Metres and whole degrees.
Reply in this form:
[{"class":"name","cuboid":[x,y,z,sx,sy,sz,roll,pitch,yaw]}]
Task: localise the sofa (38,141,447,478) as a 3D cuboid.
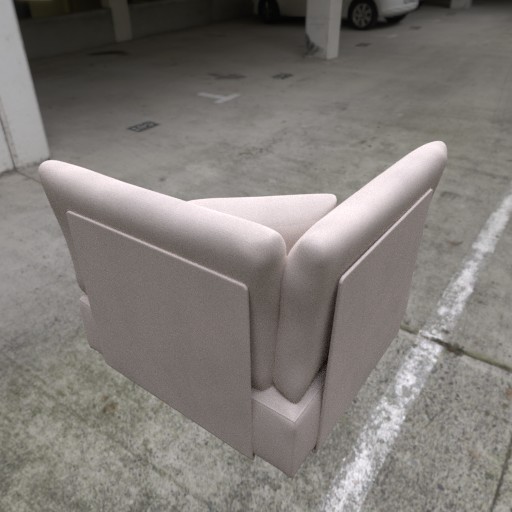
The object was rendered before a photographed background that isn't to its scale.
[{"class":"sofa","cuboid":[0.000,0.000,1.673,1.000,0.820,1.000,20,37,30]}]
